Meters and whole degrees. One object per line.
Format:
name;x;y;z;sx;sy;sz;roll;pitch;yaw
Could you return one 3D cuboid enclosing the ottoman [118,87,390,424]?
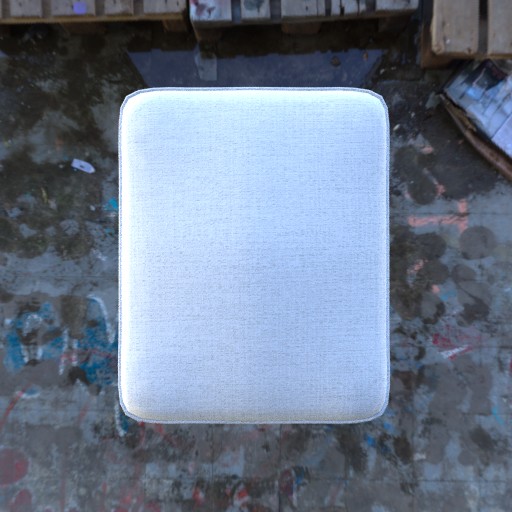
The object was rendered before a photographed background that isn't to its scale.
ottoman;0.000;0.000;1.137;0.589;0.537;0.738;0;90;0
